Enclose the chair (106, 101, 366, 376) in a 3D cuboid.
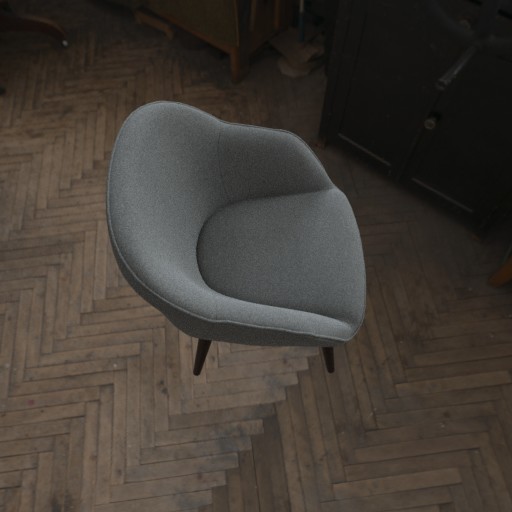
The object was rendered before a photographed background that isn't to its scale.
[{"bbox_3d":[0.000,0.000,1.259,0.611,0.810,0.589,-1,62,-1],"label":"chair"}]
